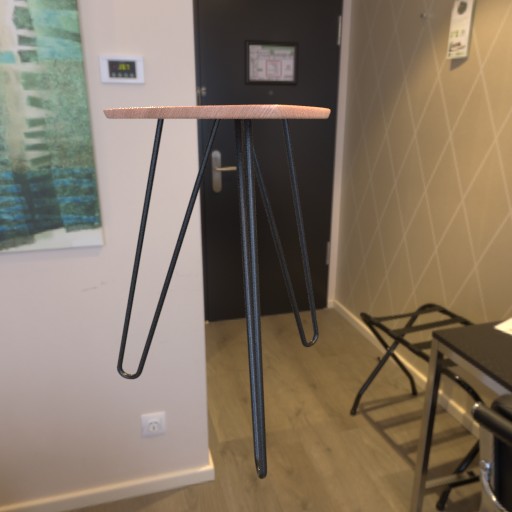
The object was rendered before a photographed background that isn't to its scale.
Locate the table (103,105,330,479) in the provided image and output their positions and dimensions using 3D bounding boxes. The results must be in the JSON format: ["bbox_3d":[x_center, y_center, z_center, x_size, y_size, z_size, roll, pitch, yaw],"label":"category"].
[{"bbox_3d":[0.000,0.000,0.898,0.442,0.564,0.455,16,23,42],"label":"table"}]
